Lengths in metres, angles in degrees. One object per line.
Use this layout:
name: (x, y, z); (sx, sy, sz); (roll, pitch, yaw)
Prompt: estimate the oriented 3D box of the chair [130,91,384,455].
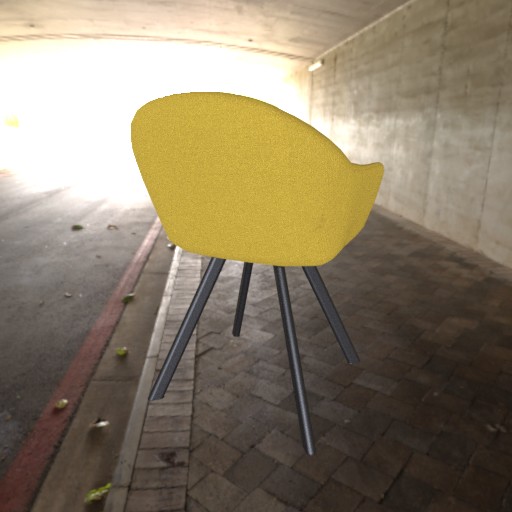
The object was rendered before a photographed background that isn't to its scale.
chair: (0.000, 0.000, 1.151); (0.545, 0.775, 0.565); (8, 18, 26)
